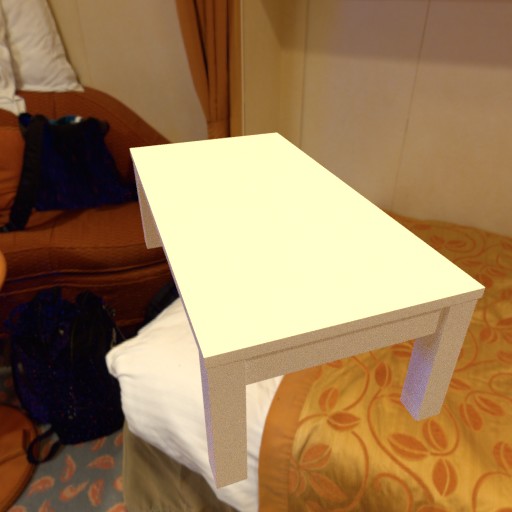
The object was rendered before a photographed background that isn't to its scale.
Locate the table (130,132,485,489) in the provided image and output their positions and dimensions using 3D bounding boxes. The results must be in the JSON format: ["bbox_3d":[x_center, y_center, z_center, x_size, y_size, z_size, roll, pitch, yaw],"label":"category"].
[{"bbox_3d":[0.000,0.000,1.638,0.700,0.470,1.350,-11,34,-17],"label":"table"}]
